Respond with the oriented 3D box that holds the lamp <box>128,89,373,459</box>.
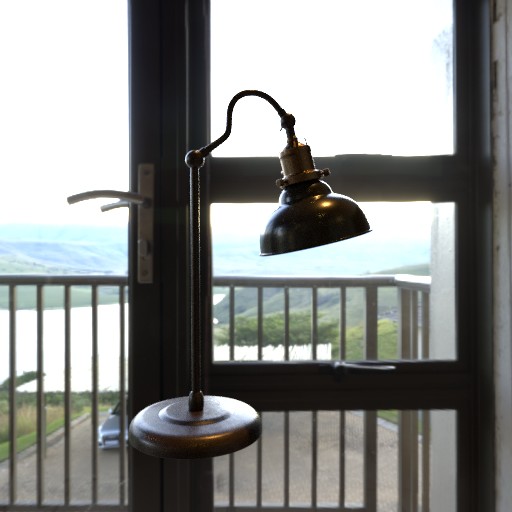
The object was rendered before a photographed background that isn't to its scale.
[{"bbox_3d":[0.000,0.000,0.676,0.374,0.508,0.192,0,0,-17],"label":"lamp"}]
